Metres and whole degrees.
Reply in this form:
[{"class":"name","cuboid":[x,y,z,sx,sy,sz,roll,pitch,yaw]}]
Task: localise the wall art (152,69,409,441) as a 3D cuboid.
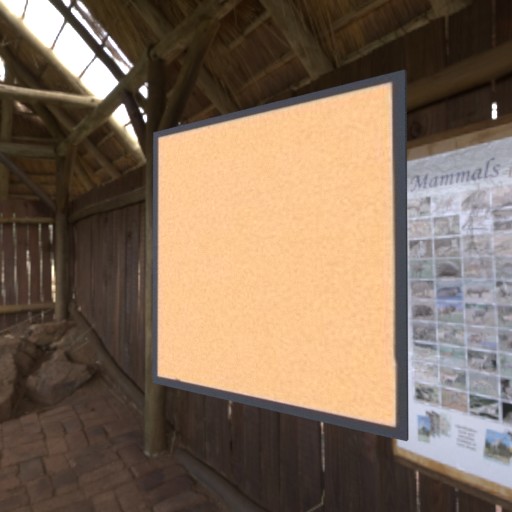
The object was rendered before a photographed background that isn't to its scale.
[{"class":"wall art","cuboid":[0.000,0.000,1.226,0.823,0.823,0.013,-1,-1,35]}]
